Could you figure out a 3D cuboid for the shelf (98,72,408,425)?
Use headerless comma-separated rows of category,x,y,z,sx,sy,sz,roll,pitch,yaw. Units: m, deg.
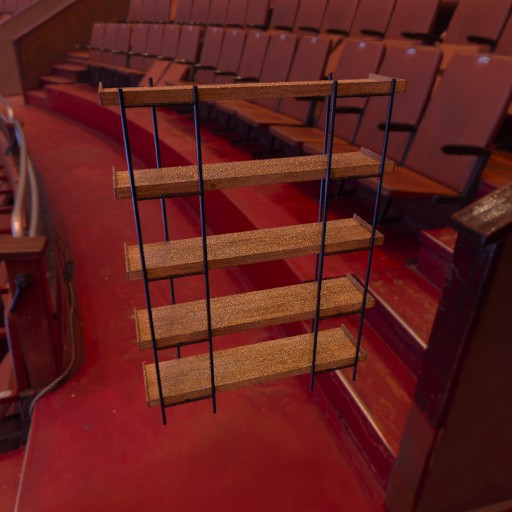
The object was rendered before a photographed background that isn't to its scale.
shelf,0.000,0.000,2.444,1.371,1.826,0.379,-8,29,-15
